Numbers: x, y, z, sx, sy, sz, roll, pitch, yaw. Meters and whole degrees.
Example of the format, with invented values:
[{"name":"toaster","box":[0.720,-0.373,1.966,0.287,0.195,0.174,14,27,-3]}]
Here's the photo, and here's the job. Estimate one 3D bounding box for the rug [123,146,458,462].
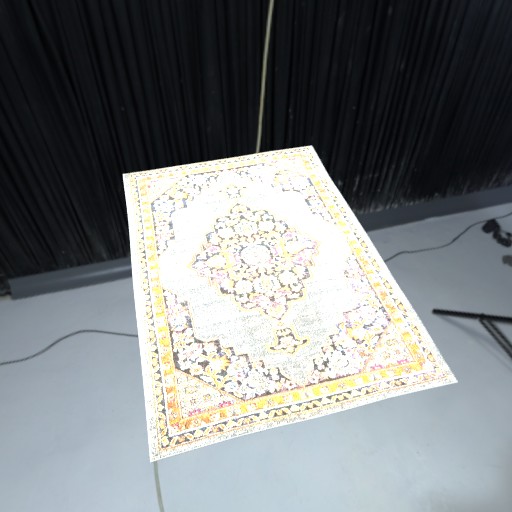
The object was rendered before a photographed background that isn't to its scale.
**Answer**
[{"name":"rug","box":[0.000,0.000,3.731,2.043,0.026,2.901,-11,48,-10]}]
